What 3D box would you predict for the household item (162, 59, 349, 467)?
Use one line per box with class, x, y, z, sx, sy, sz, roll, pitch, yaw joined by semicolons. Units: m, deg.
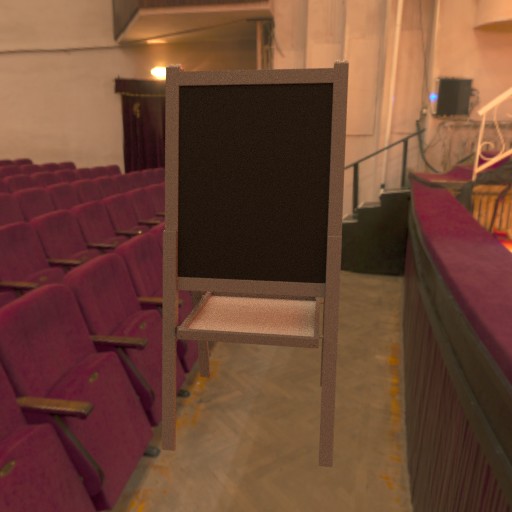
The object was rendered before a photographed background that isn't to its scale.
household item;0.000;0.000;1.442;0.531;1.172;0.469;2;15;8
